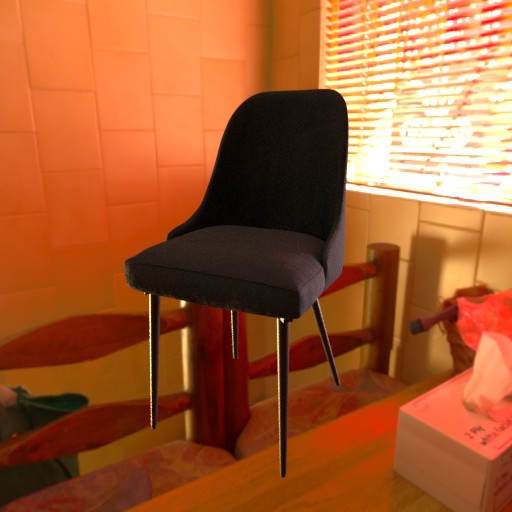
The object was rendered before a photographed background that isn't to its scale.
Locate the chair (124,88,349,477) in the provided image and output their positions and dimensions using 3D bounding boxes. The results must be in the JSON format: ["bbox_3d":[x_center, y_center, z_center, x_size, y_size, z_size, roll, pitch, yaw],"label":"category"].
[{"bbox_3d":[0.000,0.000,1.209,0.478,0.896,0.559,8,17,26],"label":"chair"}]
